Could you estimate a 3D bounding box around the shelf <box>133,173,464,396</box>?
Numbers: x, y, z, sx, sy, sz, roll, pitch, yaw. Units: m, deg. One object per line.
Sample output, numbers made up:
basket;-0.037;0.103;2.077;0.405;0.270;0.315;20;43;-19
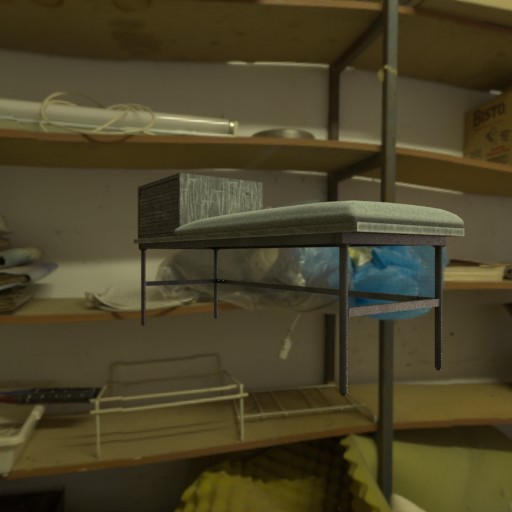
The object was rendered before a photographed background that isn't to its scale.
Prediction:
shelf;0.000;0.000;1.622;0.457;0.633;1.342;0;0;-36
